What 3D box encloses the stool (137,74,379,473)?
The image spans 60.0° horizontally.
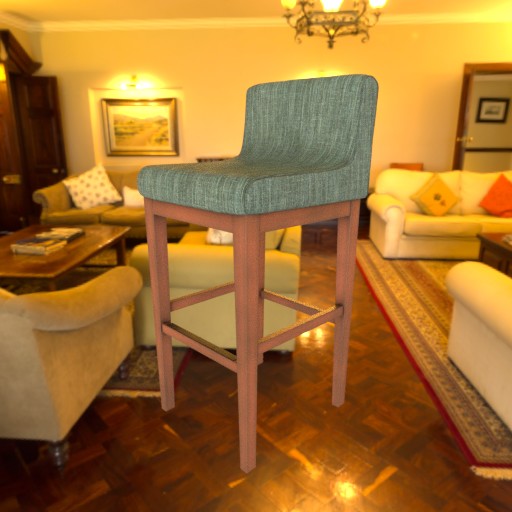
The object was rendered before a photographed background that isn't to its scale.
[{"bbox_3d":[0.000,0.000,1.251,0.499,0.965,0.426,-15,22,-43],"label":"stool"}]
